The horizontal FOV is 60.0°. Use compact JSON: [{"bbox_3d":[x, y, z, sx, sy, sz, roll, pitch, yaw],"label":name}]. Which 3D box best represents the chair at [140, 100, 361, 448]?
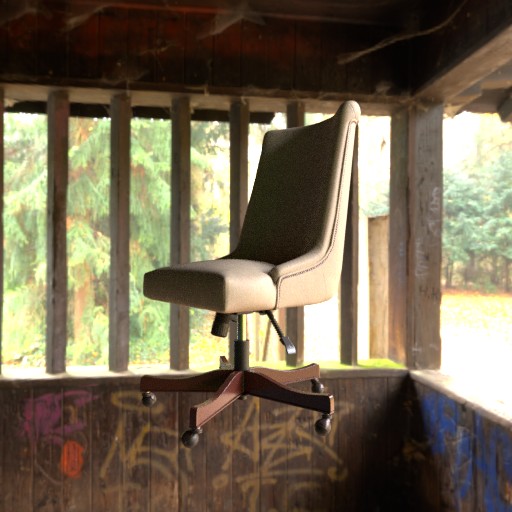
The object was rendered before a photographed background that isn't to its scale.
[{"bbox_3d":[0.000,0.000,1.479,0.696,1.010,0.645,0,0,-36],"label":"chair"}]
